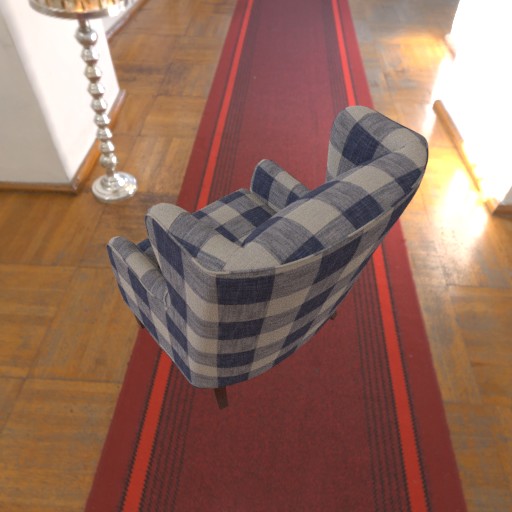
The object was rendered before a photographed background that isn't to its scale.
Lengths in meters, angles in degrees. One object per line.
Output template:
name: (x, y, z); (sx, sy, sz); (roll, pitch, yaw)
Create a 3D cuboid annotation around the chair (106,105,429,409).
chair: (0.000, 0.000, 1.677); (0.830, 1.041, 0.889); (-33, 55, -27)
